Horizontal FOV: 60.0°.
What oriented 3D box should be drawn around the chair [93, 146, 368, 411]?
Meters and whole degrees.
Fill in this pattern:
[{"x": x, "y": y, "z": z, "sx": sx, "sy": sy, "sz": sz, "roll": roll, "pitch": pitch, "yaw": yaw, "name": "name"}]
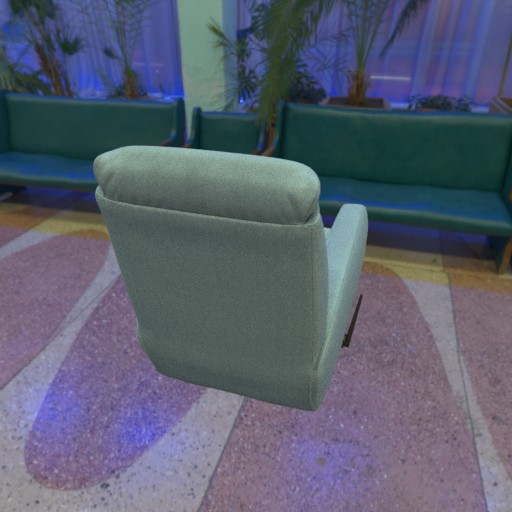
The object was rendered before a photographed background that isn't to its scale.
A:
[{"x": 0.000, "y": 0.000, "z": 1.676, "sx": 0.812, "sy": 1.013, "sz": 0.940, "roll": 9, "pitch": 32, "yaw": 15, "name": "chair"}]
